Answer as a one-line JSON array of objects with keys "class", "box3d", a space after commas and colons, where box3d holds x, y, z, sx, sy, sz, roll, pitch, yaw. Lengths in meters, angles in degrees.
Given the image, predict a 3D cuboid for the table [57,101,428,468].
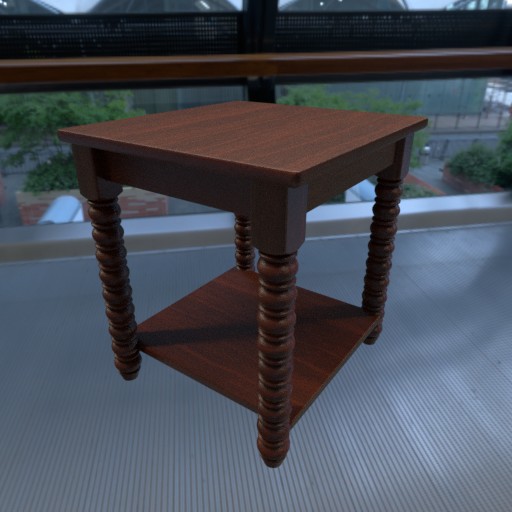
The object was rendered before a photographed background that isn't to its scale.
[{"class": "table", "box3d": [0.000, 0.000, 0.973, 0.500, 0.567, 0.533, 17, 31, 32]}]
